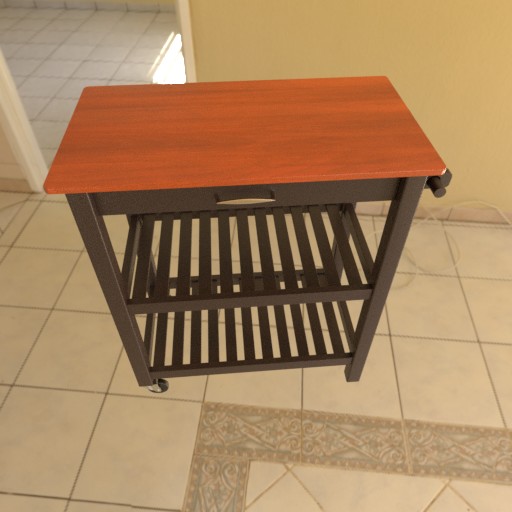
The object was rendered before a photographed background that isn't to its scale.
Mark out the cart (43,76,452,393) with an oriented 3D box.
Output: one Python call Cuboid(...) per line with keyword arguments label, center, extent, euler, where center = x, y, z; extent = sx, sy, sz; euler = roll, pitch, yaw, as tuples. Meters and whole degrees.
Cuboid(label="cart", center=(0.000, 0.000, 1.401), extent=(0.899, 0.927, 0.457), euler=(-3, 46, -3))
